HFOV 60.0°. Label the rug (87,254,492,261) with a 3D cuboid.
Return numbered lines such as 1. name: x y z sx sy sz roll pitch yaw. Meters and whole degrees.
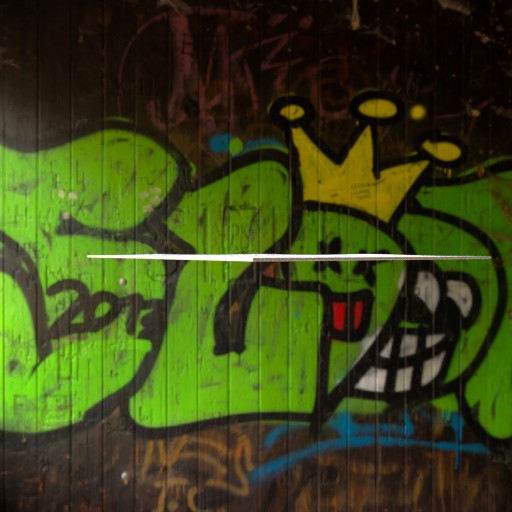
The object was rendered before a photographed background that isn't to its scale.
1. rug: 0.000 0.000 3.125 1.706 0.026 2.438 0 0 -35
